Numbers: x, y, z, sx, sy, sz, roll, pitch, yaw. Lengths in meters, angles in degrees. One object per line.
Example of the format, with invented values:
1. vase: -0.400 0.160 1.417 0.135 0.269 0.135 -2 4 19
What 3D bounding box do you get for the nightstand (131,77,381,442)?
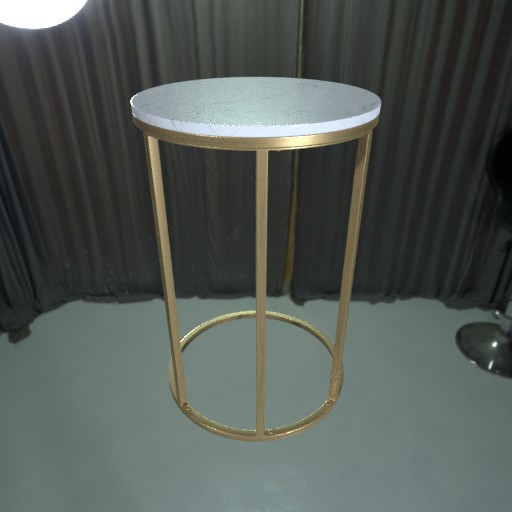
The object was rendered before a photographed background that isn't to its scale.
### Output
1. nightstand: 0.000 0.000 0.882 0.400 0.610 0.400 -1 30 -2
